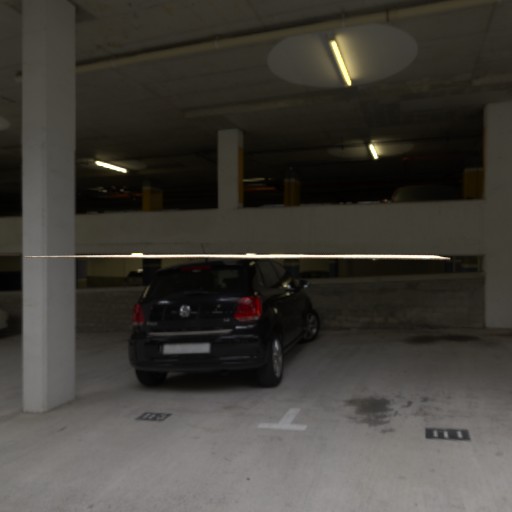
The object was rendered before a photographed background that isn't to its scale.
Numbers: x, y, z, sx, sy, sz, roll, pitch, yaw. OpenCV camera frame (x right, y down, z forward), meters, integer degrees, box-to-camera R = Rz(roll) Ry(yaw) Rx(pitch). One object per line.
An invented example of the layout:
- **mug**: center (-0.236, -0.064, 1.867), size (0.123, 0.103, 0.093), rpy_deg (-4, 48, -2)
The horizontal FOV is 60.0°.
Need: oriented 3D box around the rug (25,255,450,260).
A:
- **rug**: center (0.000, 0.000, 4.367), size (3.365, 0.020, 2.452), rpy_deg (0, 0, 19)
